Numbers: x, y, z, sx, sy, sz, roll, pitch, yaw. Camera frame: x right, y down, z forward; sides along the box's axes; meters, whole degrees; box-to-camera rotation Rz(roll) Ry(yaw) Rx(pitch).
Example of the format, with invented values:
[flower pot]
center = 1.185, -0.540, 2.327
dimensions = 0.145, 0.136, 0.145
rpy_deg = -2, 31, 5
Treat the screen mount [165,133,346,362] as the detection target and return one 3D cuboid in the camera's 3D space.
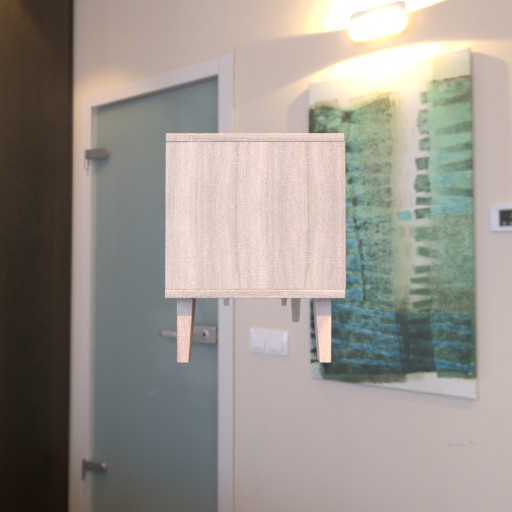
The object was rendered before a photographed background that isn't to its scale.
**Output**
[screen mount]
center = 0.000, 0.000, 1.726
dimensions = 0.401, 0.509, 1.500
rpy_deg = 0, -1, 0
